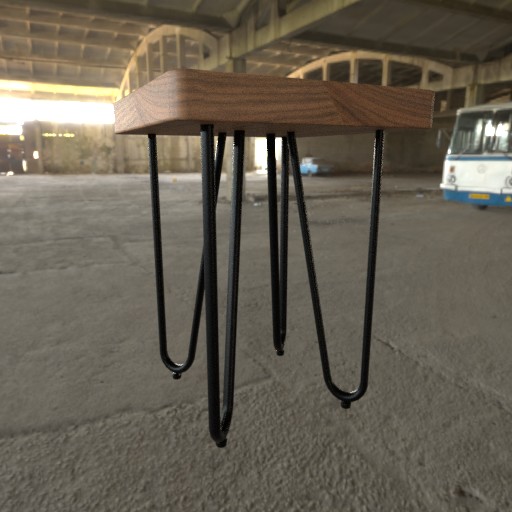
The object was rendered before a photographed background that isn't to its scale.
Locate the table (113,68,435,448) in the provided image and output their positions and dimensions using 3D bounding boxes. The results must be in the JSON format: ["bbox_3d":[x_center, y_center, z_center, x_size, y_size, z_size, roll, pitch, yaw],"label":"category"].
[{"bbox_3d":[0.000,0.000,0.949,0.479,0.641,0.480,-6,14,-26],"label":"table"}]
